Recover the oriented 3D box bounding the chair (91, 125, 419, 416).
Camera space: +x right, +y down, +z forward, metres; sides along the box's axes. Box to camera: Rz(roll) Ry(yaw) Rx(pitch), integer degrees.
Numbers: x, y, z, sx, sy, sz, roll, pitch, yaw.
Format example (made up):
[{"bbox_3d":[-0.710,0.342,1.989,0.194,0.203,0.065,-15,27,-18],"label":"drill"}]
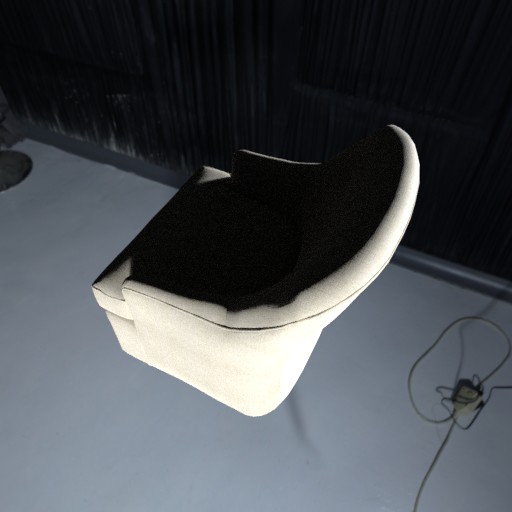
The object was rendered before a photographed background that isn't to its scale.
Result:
[{"bbox_3d":[0.000,0.000,1.606,0.923,0.856,0.864,20,51,17],"label":"chair"}]
